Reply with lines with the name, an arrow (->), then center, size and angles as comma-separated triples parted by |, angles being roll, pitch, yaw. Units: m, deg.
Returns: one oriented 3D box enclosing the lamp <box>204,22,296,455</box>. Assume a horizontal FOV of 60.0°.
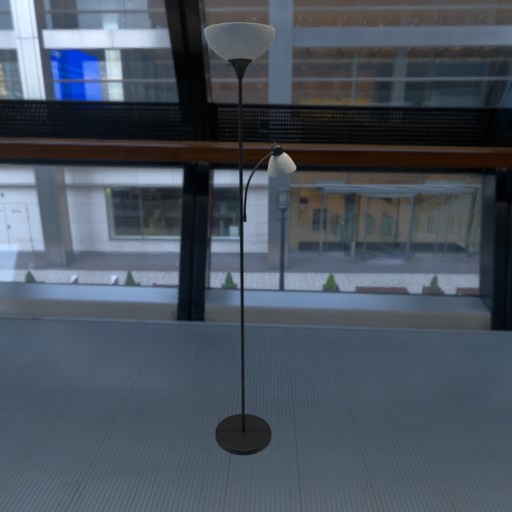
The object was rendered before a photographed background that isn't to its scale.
lamp -> 0.000, 0.000, 1.980 | 0.442, 1.804, 0.279 | -15, 22, -42
